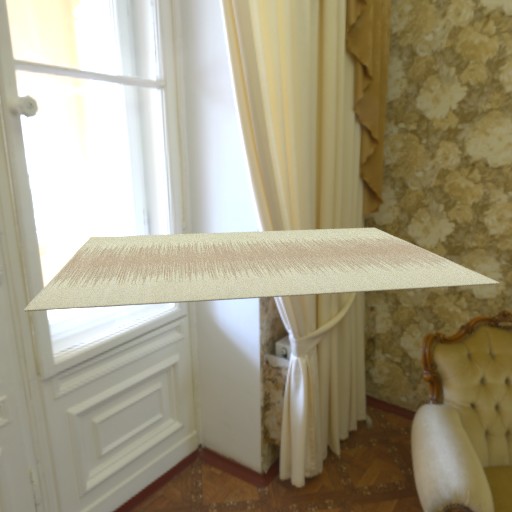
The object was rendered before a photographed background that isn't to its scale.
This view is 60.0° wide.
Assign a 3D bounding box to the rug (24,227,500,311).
[{"bbox_3d":[0.000,0.000,2.272,1.850,0.006,1.234,-2,15,-9],"label":"rug"}]
